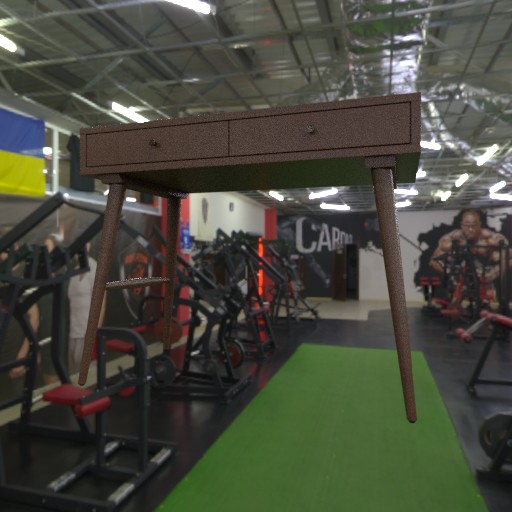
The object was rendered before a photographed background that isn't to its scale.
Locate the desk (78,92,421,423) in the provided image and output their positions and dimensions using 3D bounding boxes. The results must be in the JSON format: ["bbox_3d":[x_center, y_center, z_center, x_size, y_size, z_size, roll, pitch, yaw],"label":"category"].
[{"bbox_3d":[0.000,0.000,1.386,0.949,0.758,0.510,0,0,18],"label":"desk"}]
